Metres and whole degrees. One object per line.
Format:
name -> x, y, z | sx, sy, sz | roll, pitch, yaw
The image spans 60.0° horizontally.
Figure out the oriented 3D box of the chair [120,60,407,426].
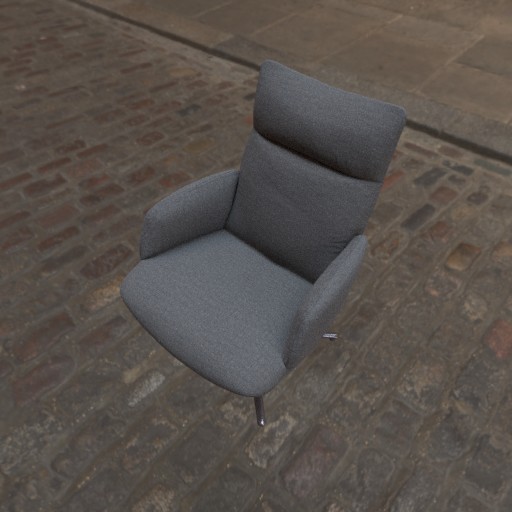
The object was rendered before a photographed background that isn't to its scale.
chair -> 0.000, 0.000, 1.532 | 0.702, 0.984, 0.831 | 32, 55, 26
